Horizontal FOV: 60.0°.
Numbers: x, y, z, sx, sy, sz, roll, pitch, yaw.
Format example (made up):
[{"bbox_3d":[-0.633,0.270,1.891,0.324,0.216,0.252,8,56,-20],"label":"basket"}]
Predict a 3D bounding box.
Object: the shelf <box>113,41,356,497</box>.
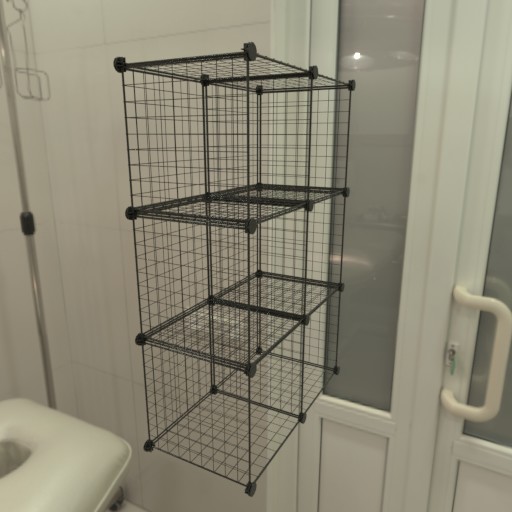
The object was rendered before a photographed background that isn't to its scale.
[{"bbox_3d":[0.000,0.000,1.368,0.356,1.067,0.711,8,17,28],"label":"shelf"}]
